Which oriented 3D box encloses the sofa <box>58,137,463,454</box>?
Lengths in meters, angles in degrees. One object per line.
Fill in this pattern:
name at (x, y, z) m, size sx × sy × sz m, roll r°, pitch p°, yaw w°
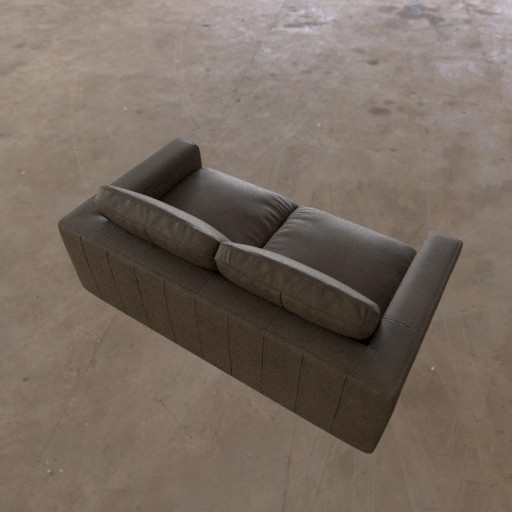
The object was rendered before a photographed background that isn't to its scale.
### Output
sofa at (0.000, 0.000, 2.457) m, size 1.920 × 0.800 × 1.070 m, roll 24°, pitch 51°, yaw 22°
